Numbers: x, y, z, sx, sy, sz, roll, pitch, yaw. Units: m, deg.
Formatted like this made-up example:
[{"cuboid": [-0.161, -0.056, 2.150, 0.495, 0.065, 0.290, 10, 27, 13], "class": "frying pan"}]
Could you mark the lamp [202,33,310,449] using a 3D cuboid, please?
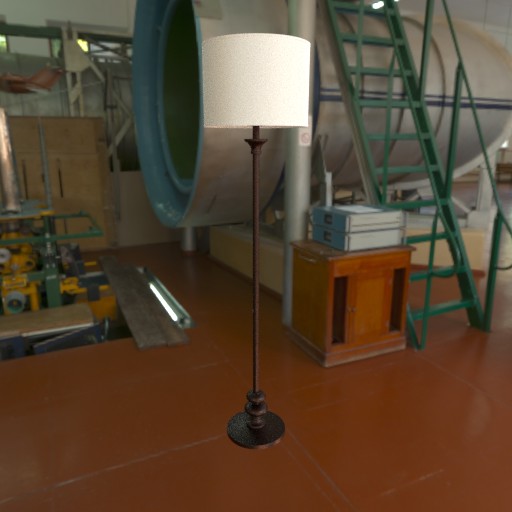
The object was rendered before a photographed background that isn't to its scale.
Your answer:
[{"cuboid": [0.000, 0.000, 1.644, 0.356, 1.487, 0.356, 2, 15, 8], "class": "lamp"}]
